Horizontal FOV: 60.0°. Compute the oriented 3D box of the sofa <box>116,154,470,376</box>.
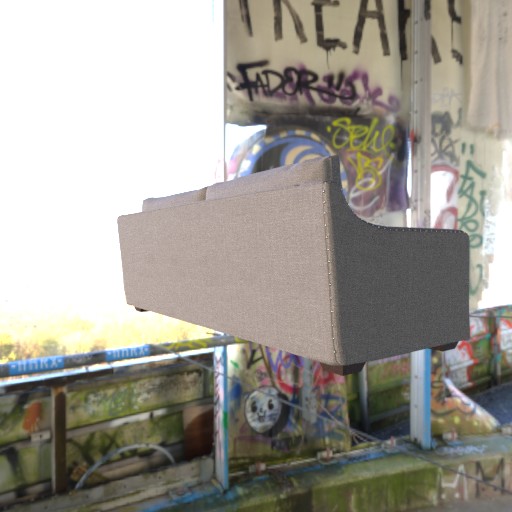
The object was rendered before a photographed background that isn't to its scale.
[{"bbox_3d":[0.000,0.000,2.719,1.000,0.857,2.208,-1,1,-36],"label":"sofa"}]
